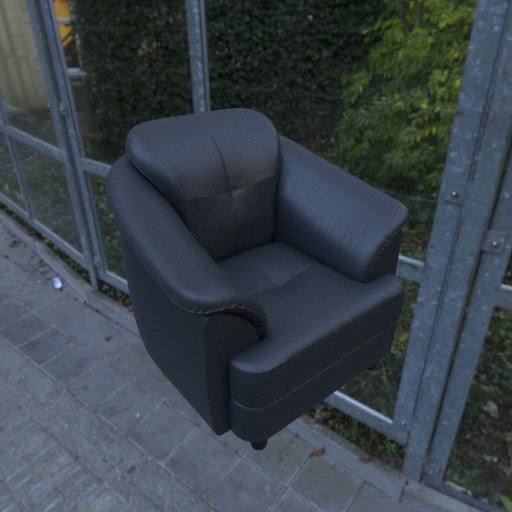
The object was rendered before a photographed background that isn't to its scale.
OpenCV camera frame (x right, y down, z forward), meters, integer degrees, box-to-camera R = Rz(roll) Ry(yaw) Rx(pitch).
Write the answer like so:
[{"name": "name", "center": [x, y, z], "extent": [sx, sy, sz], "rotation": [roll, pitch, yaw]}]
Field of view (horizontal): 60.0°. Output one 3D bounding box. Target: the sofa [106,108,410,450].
[{"name": "sofa", "center": [0.000, 0.000, 1.481], "extent": [0.870, 0.811, 0.794], "rotation": [-22, 36, -34]}]
